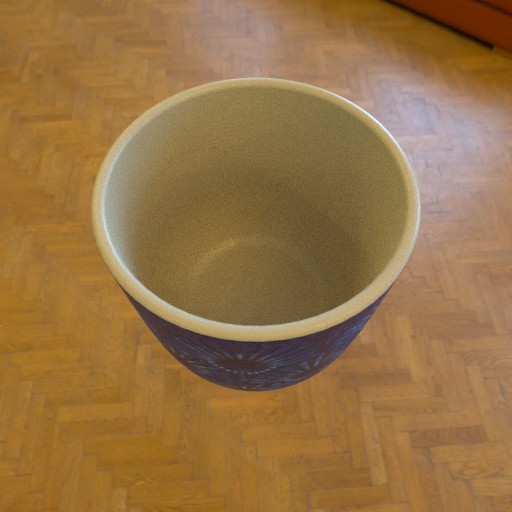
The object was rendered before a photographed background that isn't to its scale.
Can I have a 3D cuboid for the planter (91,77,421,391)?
[{"bbox_3d":[0.000,0.000,0.215,0.124,0.109,0.124,0,60,0],"label":"planter"}]
